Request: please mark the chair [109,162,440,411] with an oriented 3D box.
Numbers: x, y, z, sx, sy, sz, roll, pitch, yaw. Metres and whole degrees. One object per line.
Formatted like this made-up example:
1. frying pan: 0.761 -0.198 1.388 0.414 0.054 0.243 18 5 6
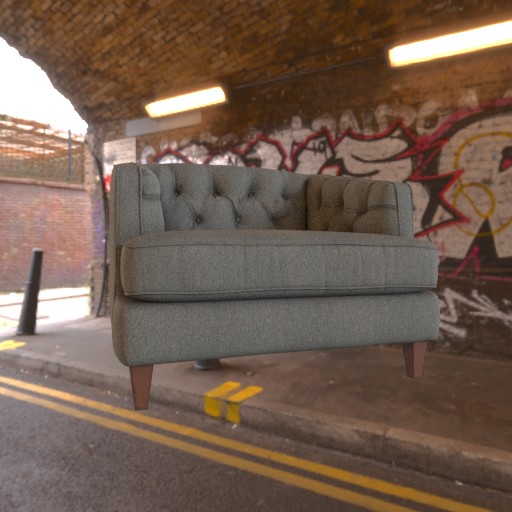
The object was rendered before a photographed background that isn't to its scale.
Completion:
1. chair: 0.000 0.000 1.739 1.094 0.852 0.945 0 1 -20
